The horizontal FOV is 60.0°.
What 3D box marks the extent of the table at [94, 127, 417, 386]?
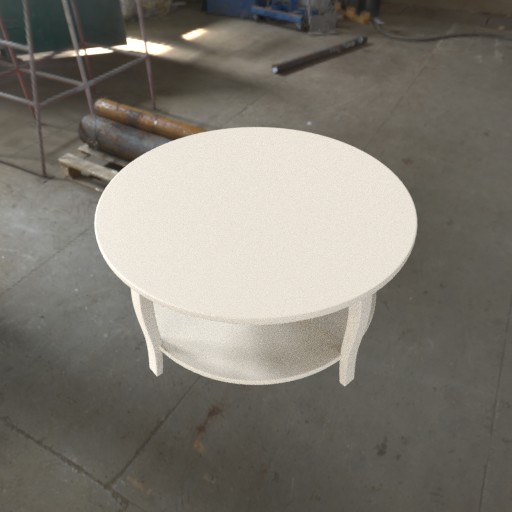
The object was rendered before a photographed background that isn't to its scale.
[{"bbox_3d":[0.000,0.000,1.445,0.910,0.457,0.910,0,42,0],"label":"table"}]
